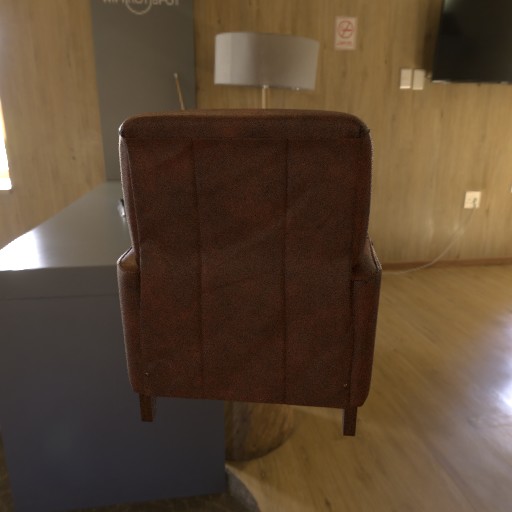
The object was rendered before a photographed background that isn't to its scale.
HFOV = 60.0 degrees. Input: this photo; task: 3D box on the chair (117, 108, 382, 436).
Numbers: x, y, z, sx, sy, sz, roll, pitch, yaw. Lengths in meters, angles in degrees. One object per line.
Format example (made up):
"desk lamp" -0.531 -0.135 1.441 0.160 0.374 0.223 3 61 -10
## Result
"chair" 0.000 0.000 1.686 0.843 1.043 0.836 2 17 6
